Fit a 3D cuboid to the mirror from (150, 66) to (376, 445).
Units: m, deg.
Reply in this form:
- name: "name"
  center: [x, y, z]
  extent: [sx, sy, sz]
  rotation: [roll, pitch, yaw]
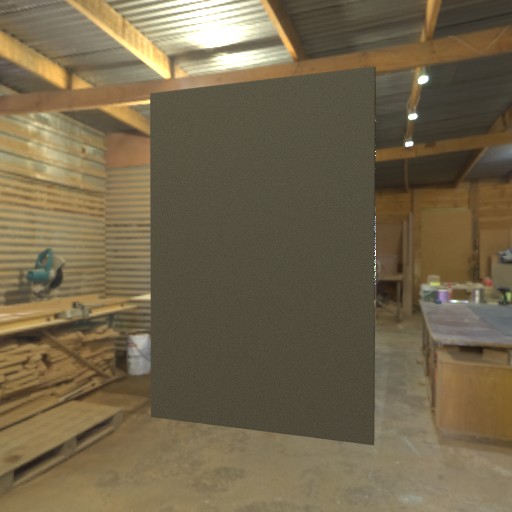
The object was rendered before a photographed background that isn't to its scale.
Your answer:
- name: "mirror"
  center: [0.000, 0.000, 1.178]
  extent: [0.613, 0.914, 0.039]
  rotation: [0, 1, 17]
